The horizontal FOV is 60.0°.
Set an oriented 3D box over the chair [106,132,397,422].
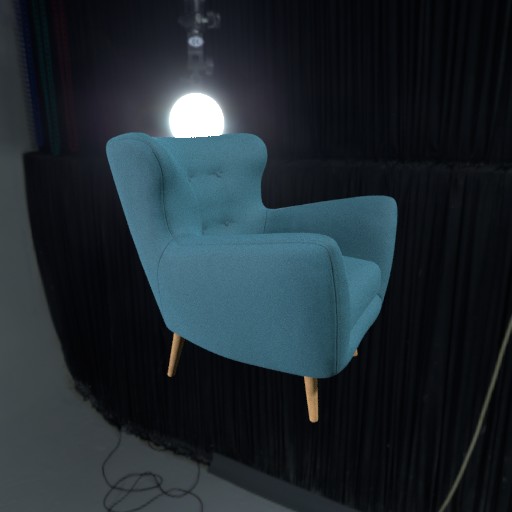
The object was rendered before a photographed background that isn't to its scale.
[{"bbox_3d":[0.000,0.000,1.661,0.889,0.889,0.890,8,17,26],"label":"chair"}]
